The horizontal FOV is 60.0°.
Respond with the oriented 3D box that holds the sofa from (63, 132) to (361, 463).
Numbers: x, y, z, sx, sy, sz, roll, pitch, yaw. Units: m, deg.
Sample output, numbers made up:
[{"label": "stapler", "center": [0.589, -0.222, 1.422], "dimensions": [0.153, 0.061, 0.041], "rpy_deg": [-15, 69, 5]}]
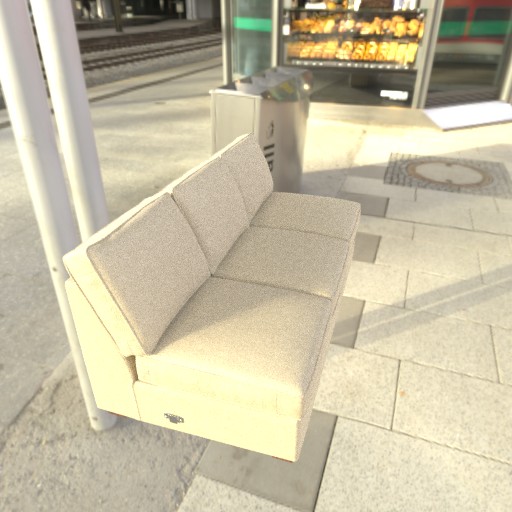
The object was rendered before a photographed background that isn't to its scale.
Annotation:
[{"label": "sofa", "center": [0.000, 0.000, 2.564], "dimensions": [1.027, 0.973, 1.962], "rpy_deg": [9, 31, 15]}]
